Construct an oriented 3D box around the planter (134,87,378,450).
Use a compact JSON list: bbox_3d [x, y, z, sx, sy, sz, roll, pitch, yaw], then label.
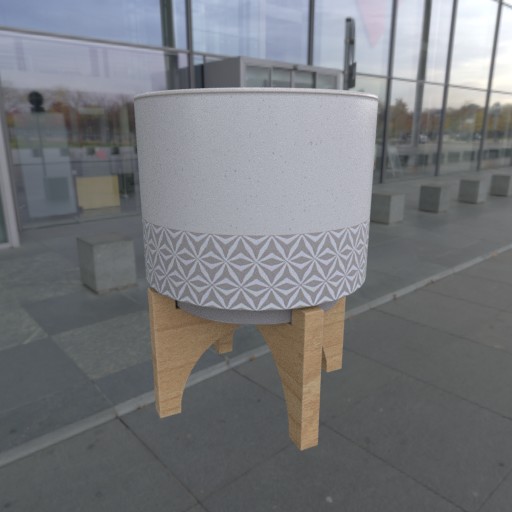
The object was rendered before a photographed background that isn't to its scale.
[{"bbox_3d":[0.000,0.000,0.388,0.188,0.260,0.188,0,16,0],"label":"planter"}]
